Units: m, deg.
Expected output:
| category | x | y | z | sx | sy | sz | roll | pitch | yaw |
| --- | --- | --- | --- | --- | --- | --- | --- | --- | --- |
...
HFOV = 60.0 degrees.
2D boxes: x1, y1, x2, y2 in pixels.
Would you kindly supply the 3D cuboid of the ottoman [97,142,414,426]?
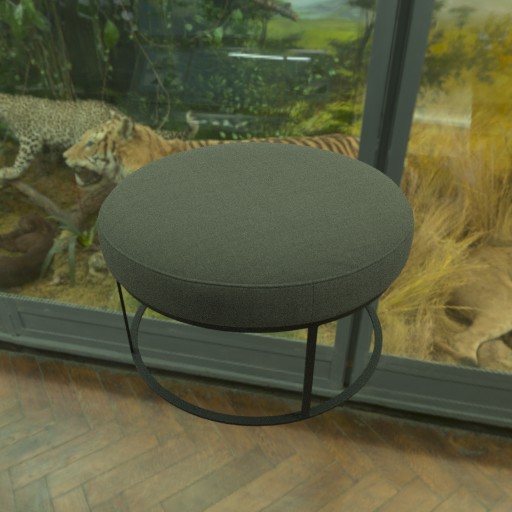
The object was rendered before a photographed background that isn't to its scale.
| category | x | y | z | sx | sy | sz | roll | pitch | yaw |
| --- | --- | --- | --- | --- | --- | --- | --- | --- | --- |
| ottoman | 0.000 | 0.000 | 1.197 | 0.772 | 0.460 | 0.772 | 0 | 32 | 0 |
